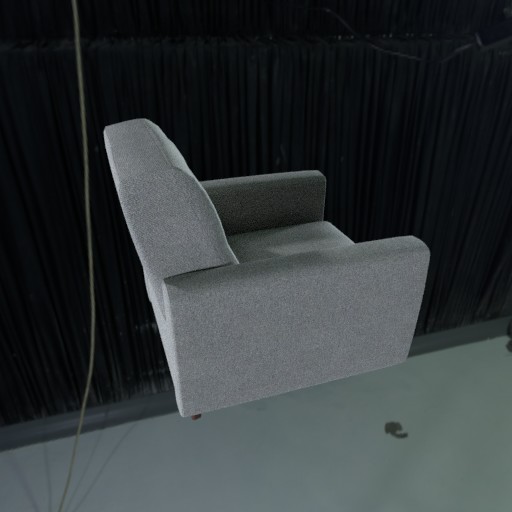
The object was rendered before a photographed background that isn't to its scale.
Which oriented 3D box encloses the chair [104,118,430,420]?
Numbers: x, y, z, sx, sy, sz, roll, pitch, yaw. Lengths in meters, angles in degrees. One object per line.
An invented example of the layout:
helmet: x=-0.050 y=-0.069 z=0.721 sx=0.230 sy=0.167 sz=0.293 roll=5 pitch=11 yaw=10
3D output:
chair: x=0.000 y=0.000 z=1.683 sx=0.942 sy=0.968 sz=0.845 roll=-10 pitch=31 yaw=-17
